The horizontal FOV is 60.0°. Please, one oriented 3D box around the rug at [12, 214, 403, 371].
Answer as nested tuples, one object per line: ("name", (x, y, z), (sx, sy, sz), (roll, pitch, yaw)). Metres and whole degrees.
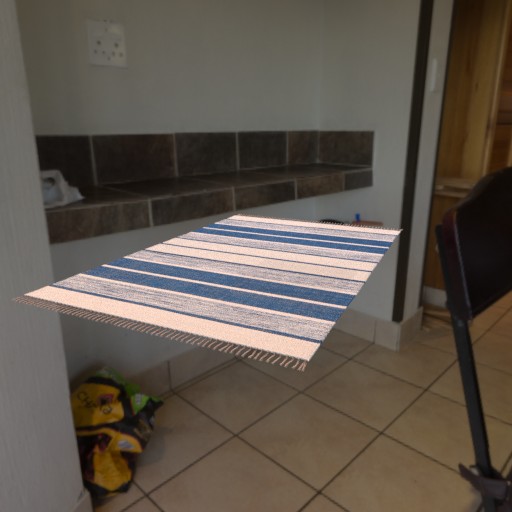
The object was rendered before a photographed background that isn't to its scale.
("rug", (0.000, 0.000, 2.931), (1.532, 0.010, 2.441), (8, 18, 24))
